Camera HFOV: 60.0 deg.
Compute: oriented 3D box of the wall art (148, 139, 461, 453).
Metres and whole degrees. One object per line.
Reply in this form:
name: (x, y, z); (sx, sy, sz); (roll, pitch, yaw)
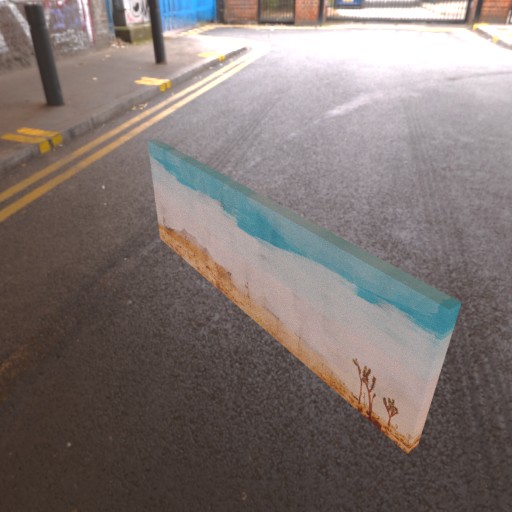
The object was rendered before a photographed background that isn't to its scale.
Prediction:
wall art: (0.000, 0.000, 0.816); (0.044, 0.254, 0.759); (-22, 38, -31)
